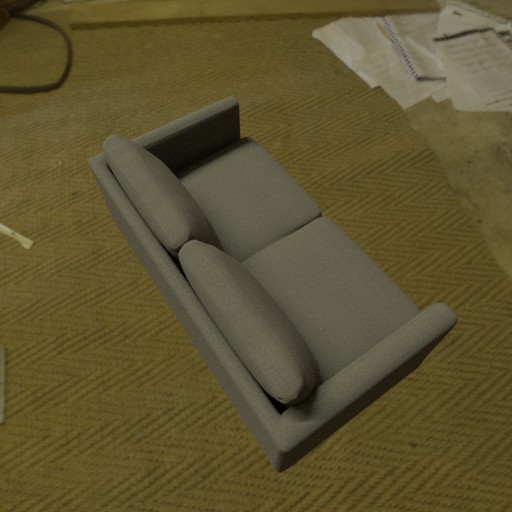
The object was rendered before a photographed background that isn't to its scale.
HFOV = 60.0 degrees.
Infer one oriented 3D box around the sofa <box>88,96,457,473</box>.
[{"bbox_3d":[0.000,0.000,2.231,0.940,0.866,1.713,-30,63,-18],"label":"sofa"}]
